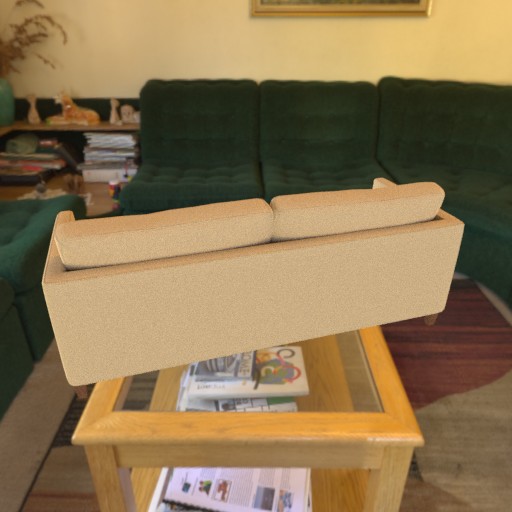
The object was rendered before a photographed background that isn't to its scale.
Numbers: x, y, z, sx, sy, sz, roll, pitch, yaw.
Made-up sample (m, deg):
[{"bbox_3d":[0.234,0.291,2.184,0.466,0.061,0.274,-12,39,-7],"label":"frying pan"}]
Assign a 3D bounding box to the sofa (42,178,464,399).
[{"bbox_3d":[0.000,0.000,2.849,2.361,0.968,0.951,-8,29,-15],"label":"sofa"}]
